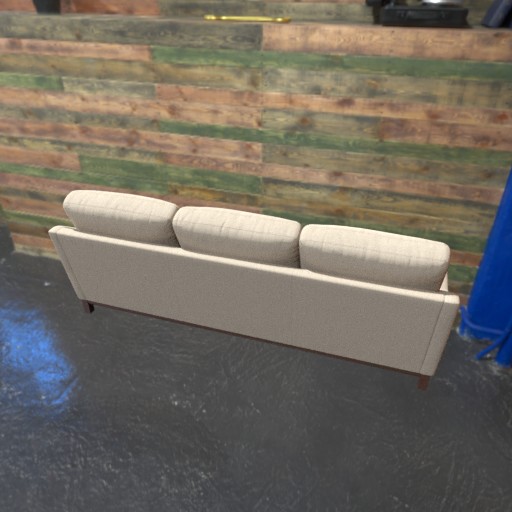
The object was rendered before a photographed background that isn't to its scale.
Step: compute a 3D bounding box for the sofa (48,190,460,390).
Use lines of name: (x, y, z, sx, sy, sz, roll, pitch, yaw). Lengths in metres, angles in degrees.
sofa: (0.000, 0.000, 2.867, 2.321, 0.913, 1.000, 10, 33, 15)
